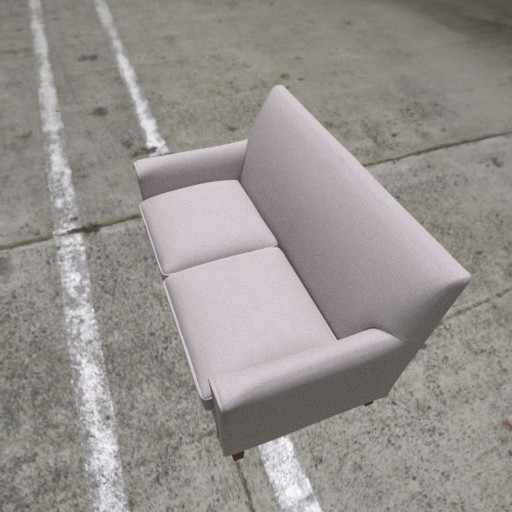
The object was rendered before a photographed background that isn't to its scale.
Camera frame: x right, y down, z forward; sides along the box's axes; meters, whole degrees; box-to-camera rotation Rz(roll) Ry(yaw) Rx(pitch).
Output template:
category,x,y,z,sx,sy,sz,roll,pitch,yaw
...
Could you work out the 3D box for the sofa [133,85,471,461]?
category,x,y,z,sx,sy,sz,roll,pitch,yaw
sofa,0.000,0.000,2.066,0.888,0.890,1.482,-16,47,-15
